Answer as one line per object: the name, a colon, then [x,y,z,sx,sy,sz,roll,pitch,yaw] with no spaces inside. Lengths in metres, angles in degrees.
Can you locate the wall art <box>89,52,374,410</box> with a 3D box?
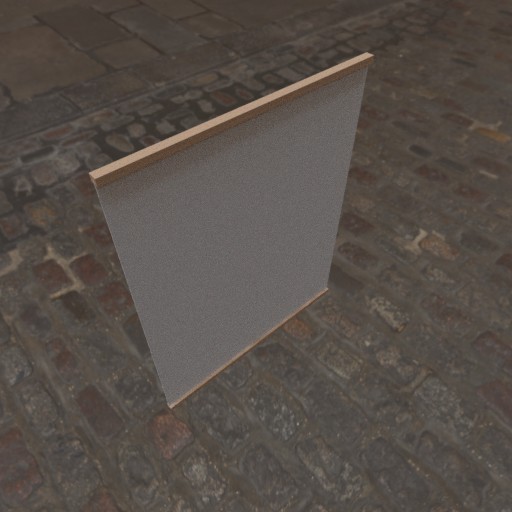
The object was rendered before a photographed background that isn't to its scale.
wall art: [0.000,0.000,0.688,0.405,0.508,0.012,-33,55,-26]
